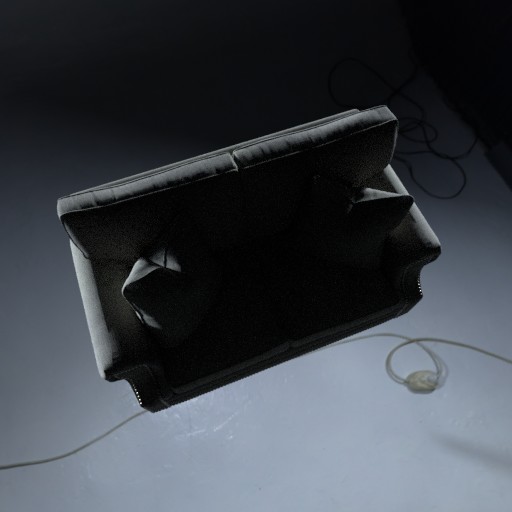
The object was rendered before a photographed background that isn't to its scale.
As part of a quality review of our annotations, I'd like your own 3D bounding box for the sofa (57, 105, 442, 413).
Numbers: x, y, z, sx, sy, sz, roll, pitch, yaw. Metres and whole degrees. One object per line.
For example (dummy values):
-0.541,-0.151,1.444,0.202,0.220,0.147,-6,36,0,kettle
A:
0.000,0.000,2.261,1.701,0.966,0.966,-19,64,-10,sofa
